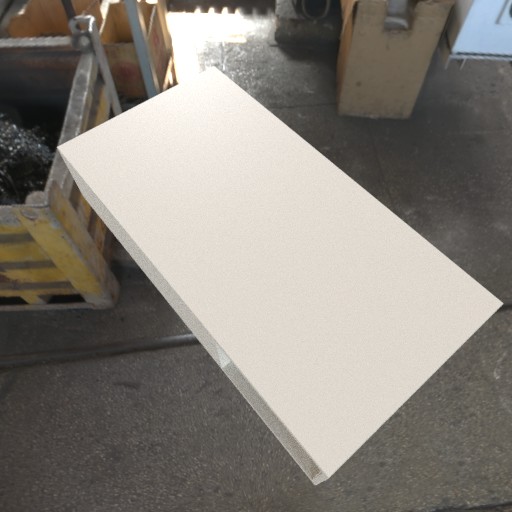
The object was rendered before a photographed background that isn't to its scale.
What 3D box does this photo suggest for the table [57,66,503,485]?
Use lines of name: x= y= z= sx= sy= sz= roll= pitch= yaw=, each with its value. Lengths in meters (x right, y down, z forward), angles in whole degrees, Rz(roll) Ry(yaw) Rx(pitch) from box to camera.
table: x=0.000 y=0.000 z=1.422 sx=0.609 sy=0.432 sz=1.194 roll=-36 pitch=66 yaw=-19
